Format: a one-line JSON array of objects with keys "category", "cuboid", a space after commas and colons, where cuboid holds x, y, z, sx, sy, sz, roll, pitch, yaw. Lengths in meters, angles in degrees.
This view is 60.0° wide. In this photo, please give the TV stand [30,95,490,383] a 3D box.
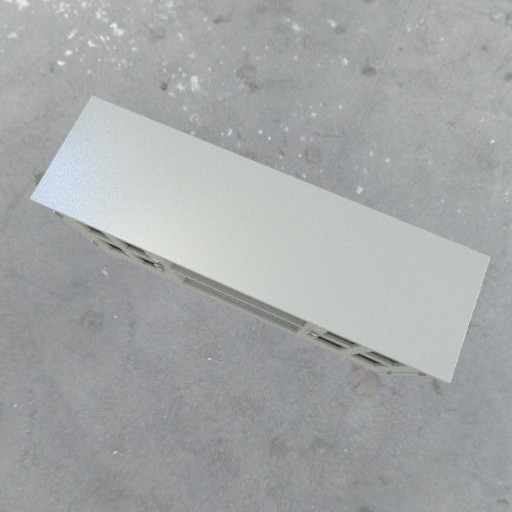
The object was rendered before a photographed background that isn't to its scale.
[{"category": "TV stand", "cuboid": [0.000, 0.000, 1.451, 1.167, 0.603, 0.344, 23, 77, 6]}]
